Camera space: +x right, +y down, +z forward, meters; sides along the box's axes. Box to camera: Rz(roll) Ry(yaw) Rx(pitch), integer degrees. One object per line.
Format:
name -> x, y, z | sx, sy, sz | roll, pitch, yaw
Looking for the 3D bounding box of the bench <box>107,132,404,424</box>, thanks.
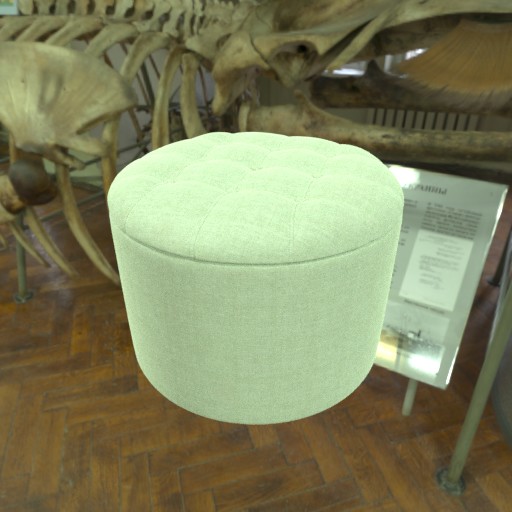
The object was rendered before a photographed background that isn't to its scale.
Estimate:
bench -> 0.000, 0.000, 1.014 | 0.600, 0.453, 0.600 | 0, 31, 0
